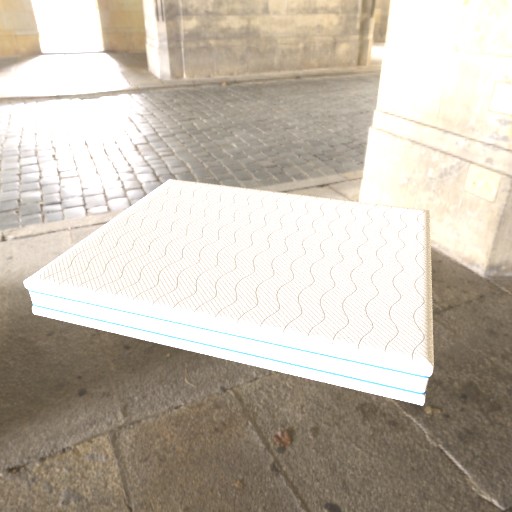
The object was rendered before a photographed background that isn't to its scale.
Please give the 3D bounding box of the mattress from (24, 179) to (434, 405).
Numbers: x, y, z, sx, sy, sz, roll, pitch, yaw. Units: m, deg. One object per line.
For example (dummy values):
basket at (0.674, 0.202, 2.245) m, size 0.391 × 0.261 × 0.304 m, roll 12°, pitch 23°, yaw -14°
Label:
mattress at (0.000, 0.000, 2.718) m, size 2.000 × 0.230 × 1.600 m, roll 9°, pitch 31°, yaw 16°
